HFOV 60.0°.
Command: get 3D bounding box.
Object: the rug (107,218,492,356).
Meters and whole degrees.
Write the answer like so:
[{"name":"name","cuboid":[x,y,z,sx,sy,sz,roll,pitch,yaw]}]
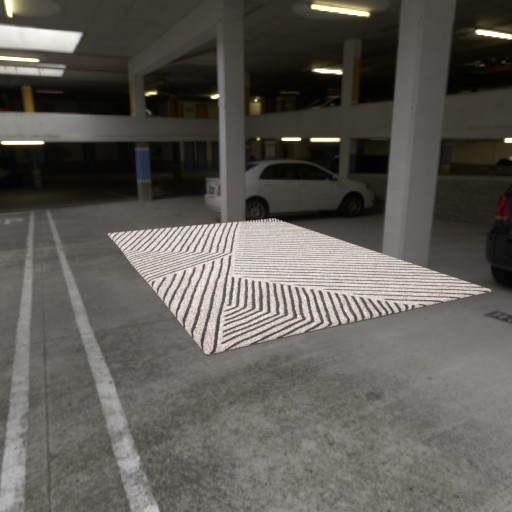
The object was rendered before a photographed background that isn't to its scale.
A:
[{"name":"rug","cuboid":[0.000,0.000,2.331,1.237,0.019,1.842,-7,17,-25]}]
